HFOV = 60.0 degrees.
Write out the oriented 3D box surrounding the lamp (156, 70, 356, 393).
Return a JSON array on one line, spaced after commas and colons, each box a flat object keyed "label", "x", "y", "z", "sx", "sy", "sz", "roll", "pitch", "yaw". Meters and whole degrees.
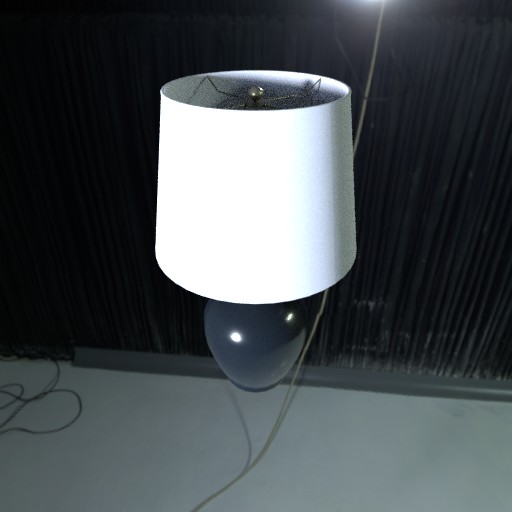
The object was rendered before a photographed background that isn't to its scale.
[{"label": "lamp", "x": 0.000, "y": 0.000, "z": 0.550, "sx": 0.239, "sy": 0.399, "sz": 0.239, "roll": 0, "pitch": 32, "yaw": 0}]
